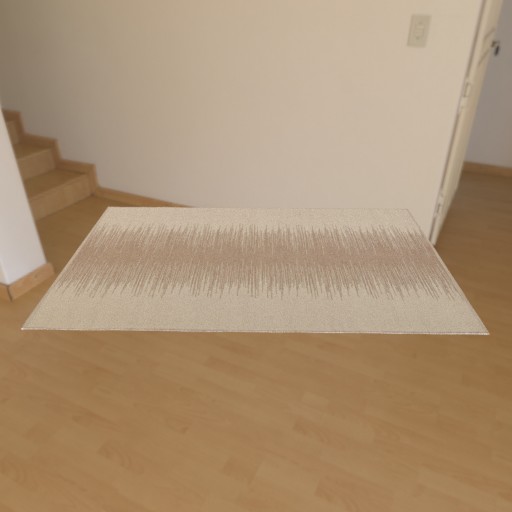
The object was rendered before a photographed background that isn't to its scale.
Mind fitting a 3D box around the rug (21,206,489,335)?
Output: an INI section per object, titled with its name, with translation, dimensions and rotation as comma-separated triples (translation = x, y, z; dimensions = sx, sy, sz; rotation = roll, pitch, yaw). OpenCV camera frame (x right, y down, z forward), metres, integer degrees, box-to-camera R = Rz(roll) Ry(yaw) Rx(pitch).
[rug]
translation = 0.000, 0.000, 2.952
dimensions = 2.440, 0.012, 1.522
rotation = 1, 31, 1
